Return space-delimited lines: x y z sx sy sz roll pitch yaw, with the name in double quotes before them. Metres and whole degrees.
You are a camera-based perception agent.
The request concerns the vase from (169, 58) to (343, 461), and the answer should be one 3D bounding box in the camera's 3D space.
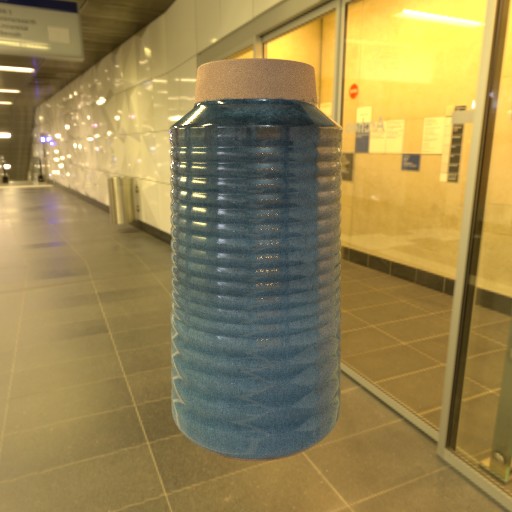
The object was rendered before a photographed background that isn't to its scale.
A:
"vase" 0.000 0.000 0.402 0.163 0.316 0.163 0 14 0
